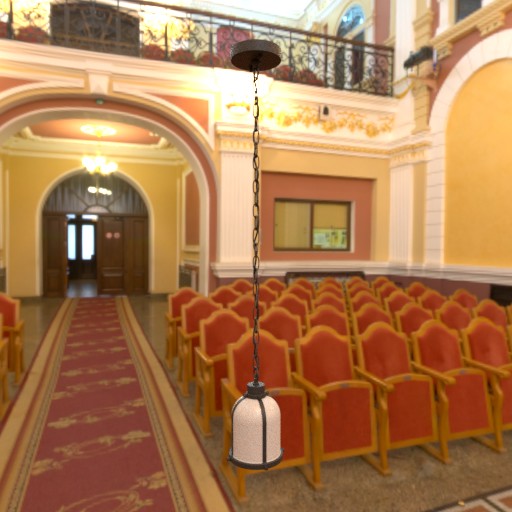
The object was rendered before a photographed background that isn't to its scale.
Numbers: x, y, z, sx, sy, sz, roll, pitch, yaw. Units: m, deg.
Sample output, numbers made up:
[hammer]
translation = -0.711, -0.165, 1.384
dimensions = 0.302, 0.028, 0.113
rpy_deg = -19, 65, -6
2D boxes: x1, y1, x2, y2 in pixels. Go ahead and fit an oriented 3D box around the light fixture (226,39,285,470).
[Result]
[light fixture]
translation = 0.000, 0.000, 1.290
dimensions = 0.178, 1.181, 0.178
rpy_deg = -1, 2, -19
